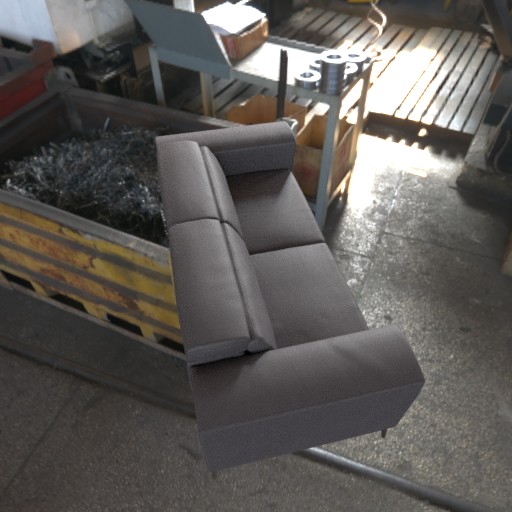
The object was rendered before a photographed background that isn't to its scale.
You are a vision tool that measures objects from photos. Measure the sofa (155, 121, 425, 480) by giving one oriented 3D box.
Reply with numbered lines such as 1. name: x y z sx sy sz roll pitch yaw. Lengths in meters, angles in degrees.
1. sofa: 0.000 0.000 2.833 1.048 0.814 2.330 -10 47 -9
